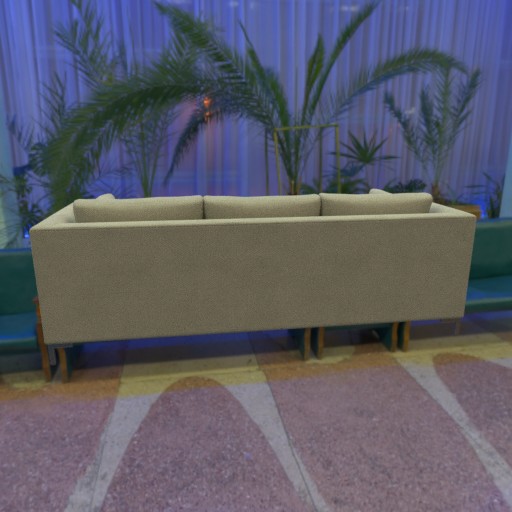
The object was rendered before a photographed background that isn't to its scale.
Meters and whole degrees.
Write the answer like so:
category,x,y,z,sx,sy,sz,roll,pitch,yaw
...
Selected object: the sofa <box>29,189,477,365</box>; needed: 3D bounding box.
category,x,y,z,sx,sy,sz,roll,pitch,yaw
sofa,0.000,0.000,2.898,2.415,0.867,0.969,-2,16,-8
